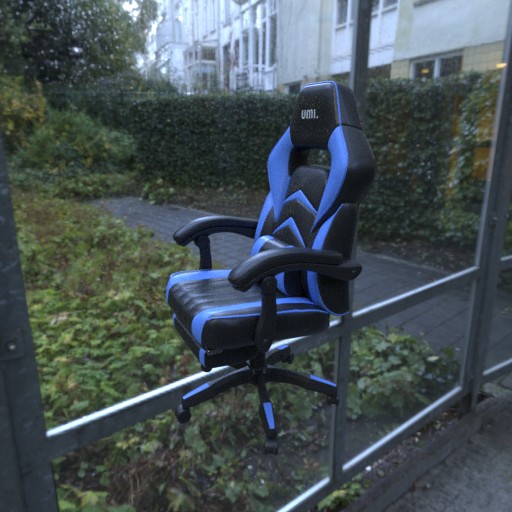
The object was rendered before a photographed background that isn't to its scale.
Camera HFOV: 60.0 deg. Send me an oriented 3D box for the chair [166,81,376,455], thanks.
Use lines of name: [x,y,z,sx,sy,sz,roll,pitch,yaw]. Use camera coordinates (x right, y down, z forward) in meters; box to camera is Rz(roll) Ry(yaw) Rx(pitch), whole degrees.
chair: [0.000,0.000,1.718,0.700,1.280,0.700,-8,18,-25]
